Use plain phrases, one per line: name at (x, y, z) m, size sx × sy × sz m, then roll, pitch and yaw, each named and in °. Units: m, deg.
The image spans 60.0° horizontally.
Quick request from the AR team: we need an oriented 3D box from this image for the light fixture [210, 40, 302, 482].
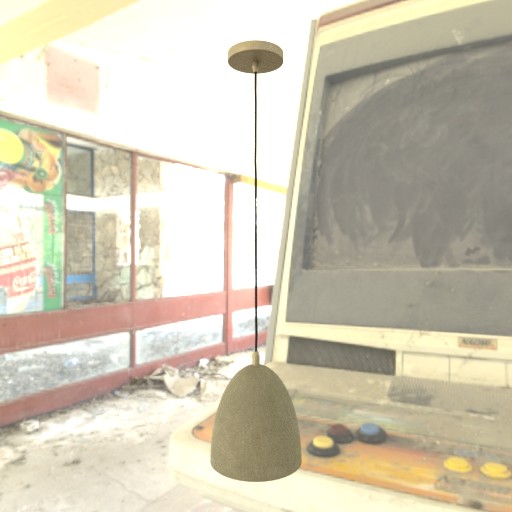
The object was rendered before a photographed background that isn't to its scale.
light fixture at (0.000, 0.000, 0.830) m, size 0.170 × 0.759 × 0.170 m, roll 0°, pitch 0°, yaw -37°
